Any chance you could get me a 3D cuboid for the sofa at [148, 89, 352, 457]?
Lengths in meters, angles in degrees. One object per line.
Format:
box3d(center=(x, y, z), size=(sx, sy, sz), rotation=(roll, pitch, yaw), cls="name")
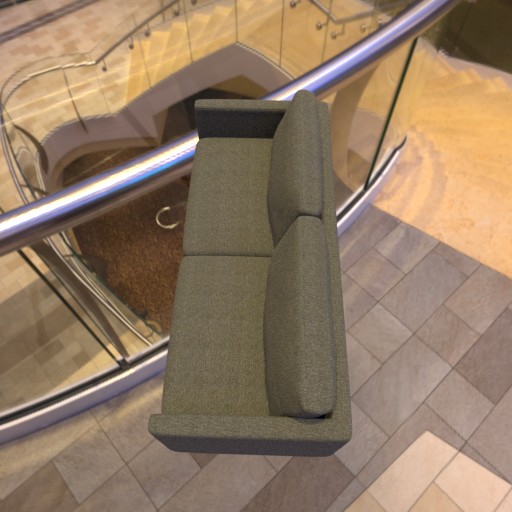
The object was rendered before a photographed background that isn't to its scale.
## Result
box3d(center=(0.000, 0.000, 2.752), size=(0.948, 0.965, 2.208), rotation=(1, 60, 1), cls="sofa")
